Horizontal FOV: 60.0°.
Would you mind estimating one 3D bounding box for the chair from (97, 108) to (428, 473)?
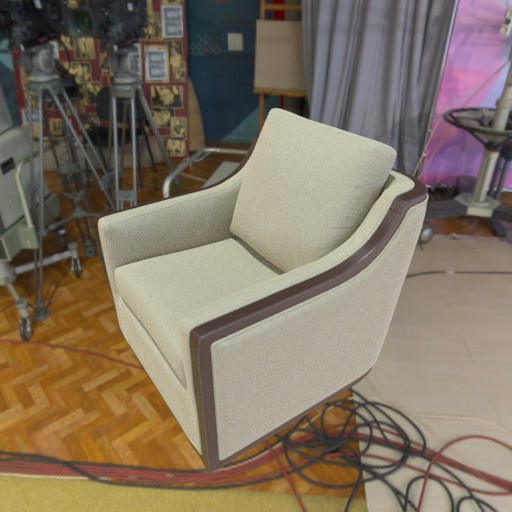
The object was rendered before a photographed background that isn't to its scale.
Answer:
[{"bbox_3d":[0.000,0.000,1.700,0.950,0.930,0.870,-20,37,-29],"label":"chair"}]
